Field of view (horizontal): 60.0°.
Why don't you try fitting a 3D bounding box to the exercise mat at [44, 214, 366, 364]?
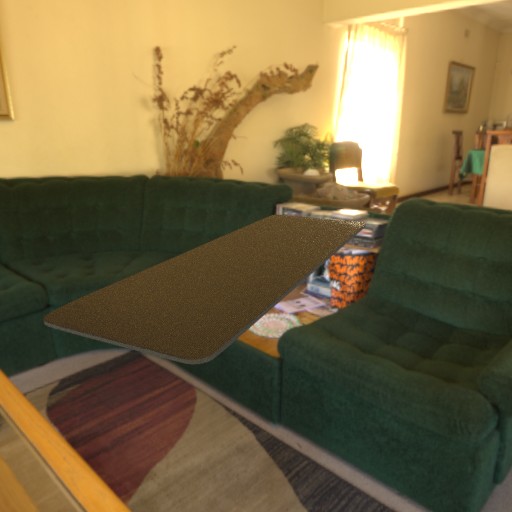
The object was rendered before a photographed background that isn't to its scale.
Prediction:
[{"bbox_3d":[0.000,0.000,2.059,0.616,0.021,1.869,8,18,25],"label":"exercise mat"}]
